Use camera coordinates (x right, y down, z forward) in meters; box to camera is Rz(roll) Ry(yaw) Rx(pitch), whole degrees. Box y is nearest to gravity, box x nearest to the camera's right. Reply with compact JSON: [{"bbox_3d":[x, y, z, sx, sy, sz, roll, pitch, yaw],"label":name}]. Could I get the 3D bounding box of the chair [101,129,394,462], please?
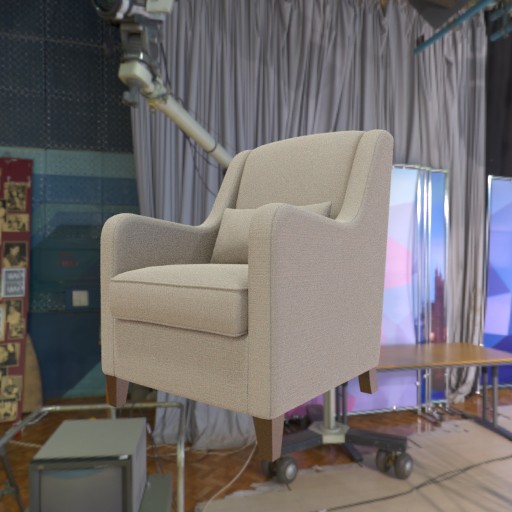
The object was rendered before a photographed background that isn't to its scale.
[{"bbox_3d":[0.000,0.000,1.616,0.715,1.017,0.896,1,2,36],"label":"chair"}]
